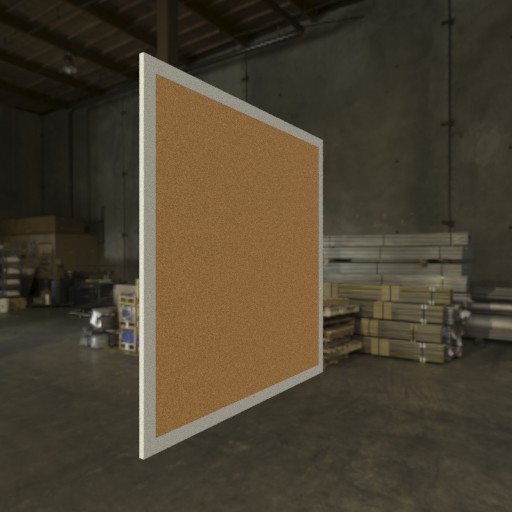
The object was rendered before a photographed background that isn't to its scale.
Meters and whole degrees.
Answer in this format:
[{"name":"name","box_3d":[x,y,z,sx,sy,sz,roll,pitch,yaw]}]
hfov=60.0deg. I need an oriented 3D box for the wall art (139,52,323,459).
[{"name":"wall art","box_3d":[0.000,0.000,1.222,0.013,0.813,0.812,0,0,34]}]
